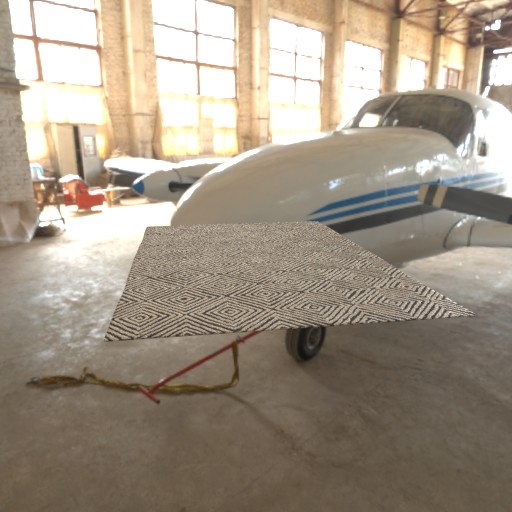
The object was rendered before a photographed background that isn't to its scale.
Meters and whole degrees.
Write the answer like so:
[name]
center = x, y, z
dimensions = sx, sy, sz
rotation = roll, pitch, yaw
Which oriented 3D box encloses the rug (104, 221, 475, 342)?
[rug]
center = 0.000, 0.000, 2.188
dimensions = 1.177, 0.004, 1.750
rotation = -2, 15, -9
